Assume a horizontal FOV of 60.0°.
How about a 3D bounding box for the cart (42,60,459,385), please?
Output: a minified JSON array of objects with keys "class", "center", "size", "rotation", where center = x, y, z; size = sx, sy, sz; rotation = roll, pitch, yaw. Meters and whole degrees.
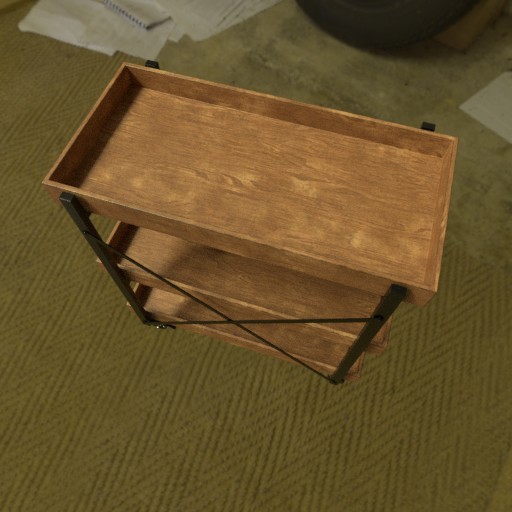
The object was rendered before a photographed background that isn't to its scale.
[{"class":"cart","center":[0.000,0.000,1.225],"size":[0.750,0.800,0.411],"rotation":[16,63,8]}]
